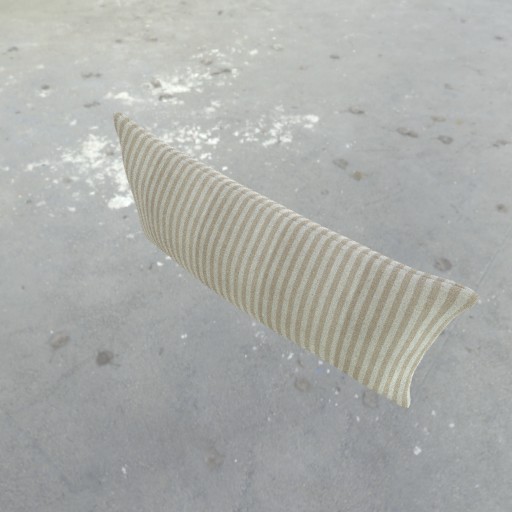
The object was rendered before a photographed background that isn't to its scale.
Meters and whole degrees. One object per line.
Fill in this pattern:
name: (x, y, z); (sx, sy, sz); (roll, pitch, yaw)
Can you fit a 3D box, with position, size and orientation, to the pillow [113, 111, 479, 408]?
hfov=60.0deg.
pillow: (0.000, 0.000, 0.714); (0.617, 0.295, 0.151); (31, 55, 25)
